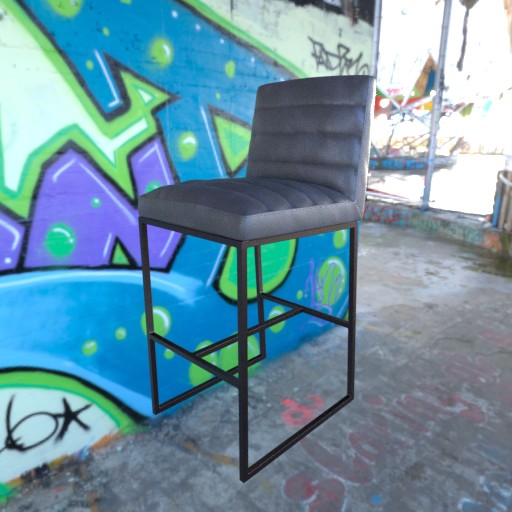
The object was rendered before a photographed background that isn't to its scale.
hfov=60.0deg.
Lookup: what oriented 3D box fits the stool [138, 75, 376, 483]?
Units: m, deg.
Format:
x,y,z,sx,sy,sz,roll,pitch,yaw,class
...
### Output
x,y,z,sx,sy,sz,roll,pitch,yaw,class
0.000,0.000,1.368,0.463,1.065,0.562,15,22,42,stool
